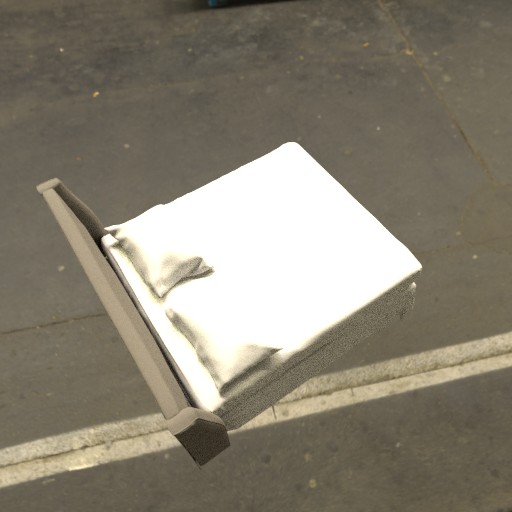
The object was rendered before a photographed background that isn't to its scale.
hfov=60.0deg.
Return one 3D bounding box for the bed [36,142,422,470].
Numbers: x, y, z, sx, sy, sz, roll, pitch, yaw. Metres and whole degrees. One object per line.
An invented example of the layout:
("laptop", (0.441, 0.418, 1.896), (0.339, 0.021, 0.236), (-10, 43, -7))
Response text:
("bed", (0.000, 0.000, 3.406), (2.276, 1.332, 1.925), (-30, 63, -17))
